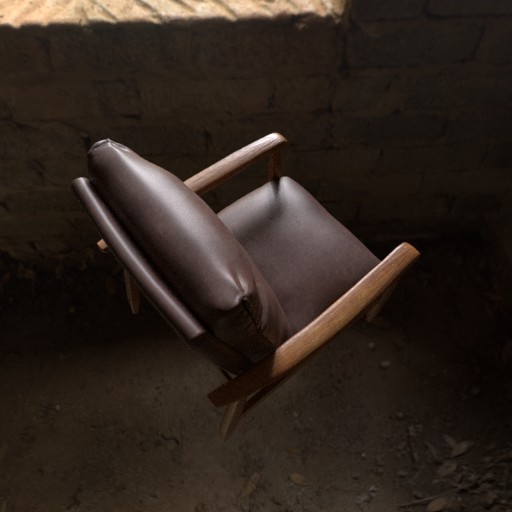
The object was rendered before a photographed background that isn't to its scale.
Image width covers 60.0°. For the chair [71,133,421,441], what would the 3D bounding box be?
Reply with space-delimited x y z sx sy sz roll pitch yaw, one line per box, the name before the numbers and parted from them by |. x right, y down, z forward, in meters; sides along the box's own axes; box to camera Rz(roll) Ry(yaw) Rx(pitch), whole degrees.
chair | 0.000 0.000 1.507 0.830 0.897 0.782 -34 63 -19
